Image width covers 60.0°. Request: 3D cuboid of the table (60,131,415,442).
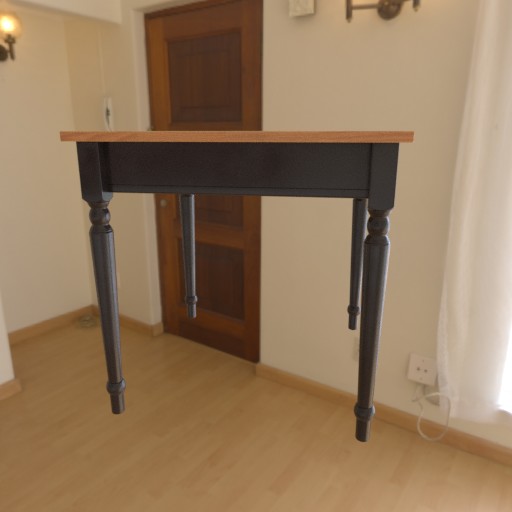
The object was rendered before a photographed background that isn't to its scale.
[{"bbox_3d":[0.000,0.000,1.364,0.747,0.738,0.747,3,16,9],"label":"table"}]
